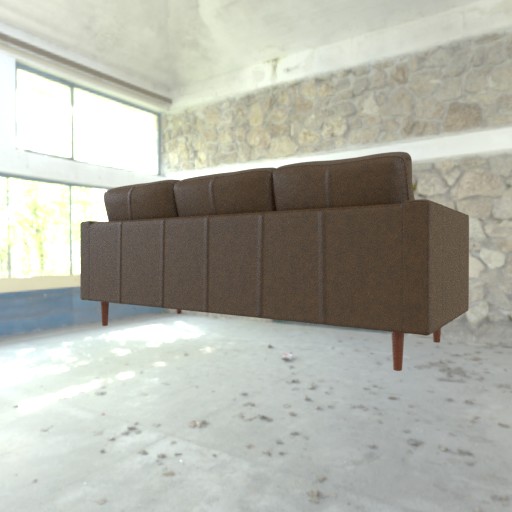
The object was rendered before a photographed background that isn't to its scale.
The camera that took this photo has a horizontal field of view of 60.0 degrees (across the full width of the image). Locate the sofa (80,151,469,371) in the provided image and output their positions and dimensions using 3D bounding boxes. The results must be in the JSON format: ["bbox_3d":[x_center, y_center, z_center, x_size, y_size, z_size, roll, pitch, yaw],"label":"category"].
[{"bbox_3d":[0.000,0.000,2.686,2.231,0.930,0.903,0,1,35],"label":"sofa"}]
